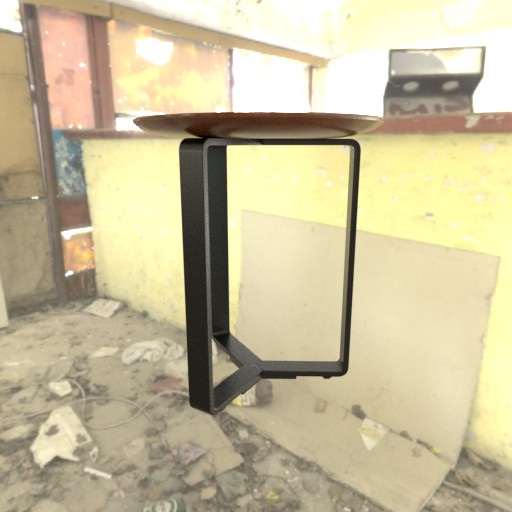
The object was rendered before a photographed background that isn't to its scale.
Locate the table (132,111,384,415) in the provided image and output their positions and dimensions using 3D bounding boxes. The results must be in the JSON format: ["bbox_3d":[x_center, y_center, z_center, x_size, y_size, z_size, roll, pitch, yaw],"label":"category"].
[{"bbox_3d":[0.000,0.000,0.768,0.380,0.450,0.410,-8,16,-28],"label":"table"}]
